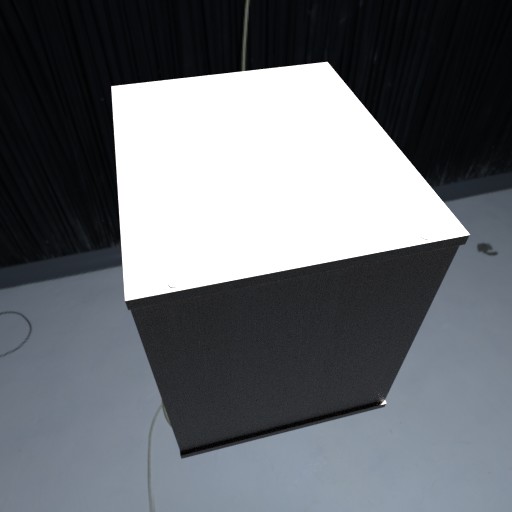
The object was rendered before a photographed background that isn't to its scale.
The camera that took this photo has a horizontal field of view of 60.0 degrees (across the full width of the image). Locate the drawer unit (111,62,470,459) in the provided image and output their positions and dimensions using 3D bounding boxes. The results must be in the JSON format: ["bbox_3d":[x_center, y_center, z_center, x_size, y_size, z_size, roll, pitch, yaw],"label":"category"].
[{"bbox_3d":[0.000,0.000,0.596,0.290,0.344,0.349,-10,48,-10],"label":"drawer unit"}]
